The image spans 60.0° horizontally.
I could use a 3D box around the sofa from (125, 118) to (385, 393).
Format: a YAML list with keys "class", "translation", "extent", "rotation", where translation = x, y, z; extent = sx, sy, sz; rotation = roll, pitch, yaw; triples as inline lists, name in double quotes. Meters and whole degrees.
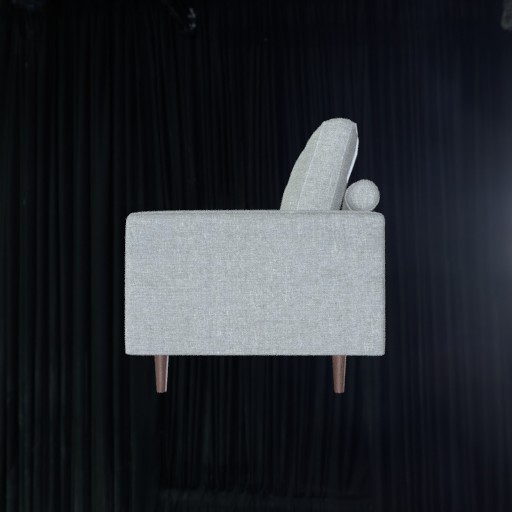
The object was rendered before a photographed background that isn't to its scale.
- class: "sofa"
  translation: [0.000, 0.000, 2.018]
  extent: [0.842, 0.907, 1.407]
  rotation: [0, 0, 0]
